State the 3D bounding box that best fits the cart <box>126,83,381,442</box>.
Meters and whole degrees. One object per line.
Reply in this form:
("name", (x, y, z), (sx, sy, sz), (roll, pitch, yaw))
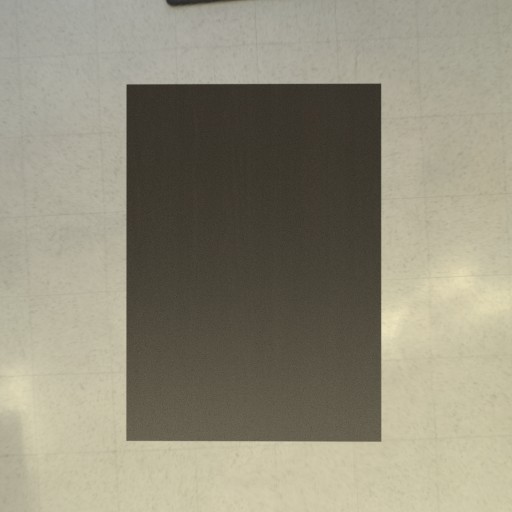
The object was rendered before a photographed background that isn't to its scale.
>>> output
("cart", (0.000, 0.000, 1.228), (0.456, 0.879, 0.660), (0, 90, 0))
